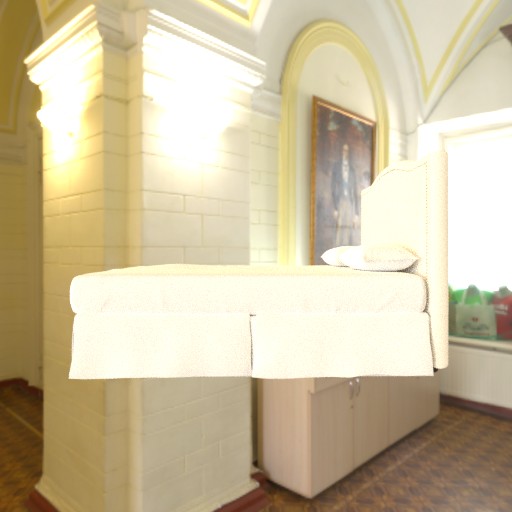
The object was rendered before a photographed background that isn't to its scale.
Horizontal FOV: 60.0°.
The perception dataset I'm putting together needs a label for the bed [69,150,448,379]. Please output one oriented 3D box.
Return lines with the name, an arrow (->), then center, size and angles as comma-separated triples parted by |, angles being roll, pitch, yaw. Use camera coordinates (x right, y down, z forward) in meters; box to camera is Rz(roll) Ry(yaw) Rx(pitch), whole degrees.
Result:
bed -> 0.000, 0.000, 3.480 | 2.282, 1.436, 1.821 | 0, 0, -1
